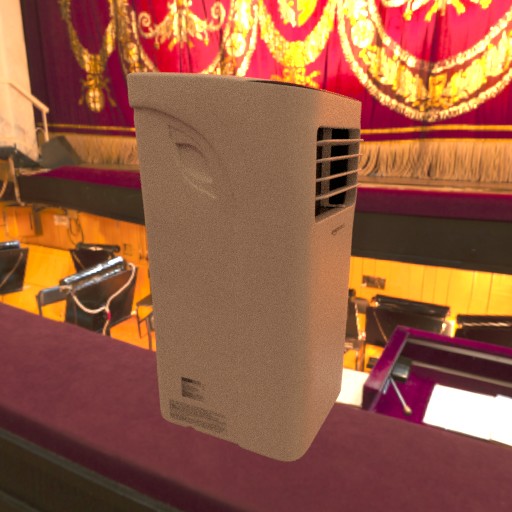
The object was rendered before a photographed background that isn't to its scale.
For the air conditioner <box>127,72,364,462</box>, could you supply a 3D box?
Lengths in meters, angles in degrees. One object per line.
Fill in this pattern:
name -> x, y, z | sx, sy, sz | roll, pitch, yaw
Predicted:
air conditioner -> 0.000, 0.000, 0.930 | 0.369, 0.716, 0.352 | 7, 17, 26
